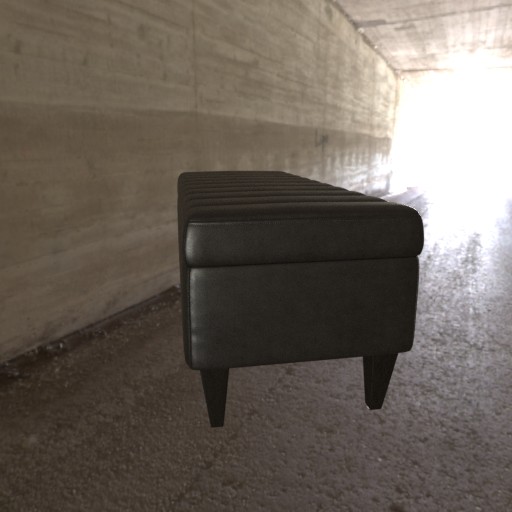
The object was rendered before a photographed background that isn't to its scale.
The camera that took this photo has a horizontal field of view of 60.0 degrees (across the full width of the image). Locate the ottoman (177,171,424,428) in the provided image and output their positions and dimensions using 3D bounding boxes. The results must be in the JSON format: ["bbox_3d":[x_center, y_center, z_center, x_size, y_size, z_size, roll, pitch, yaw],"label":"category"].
[{"bbox_3d":[0.000,0.000,1.410,0.482,0.469,1.151,-3,15,-10],"label":"ottoman"}]
